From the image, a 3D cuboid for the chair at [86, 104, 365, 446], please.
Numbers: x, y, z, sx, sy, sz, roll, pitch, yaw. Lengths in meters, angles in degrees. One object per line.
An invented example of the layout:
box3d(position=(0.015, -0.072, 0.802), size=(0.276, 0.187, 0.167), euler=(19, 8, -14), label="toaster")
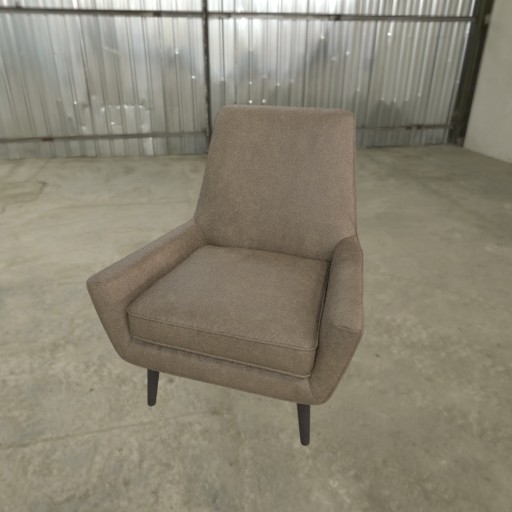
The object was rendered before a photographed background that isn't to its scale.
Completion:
box3d(position=(0.000, 0.000, 1.510), size=(0.787, 0.888, 0.824), euler=(8, 27, 16), label="chair")
